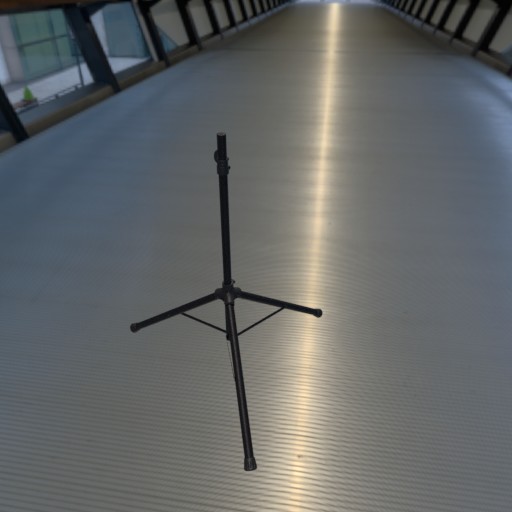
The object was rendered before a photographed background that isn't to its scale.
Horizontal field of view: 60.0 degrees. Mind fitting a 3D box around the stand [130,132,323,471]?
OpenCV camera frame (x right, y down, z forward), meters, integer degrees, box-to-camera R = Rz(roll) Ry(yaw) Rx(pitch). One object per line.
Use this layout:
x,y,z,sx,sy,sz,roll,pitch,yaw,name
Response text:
0.000,0.000,1.933,0.907,1.136,1.045,-22,39,-30,stand
